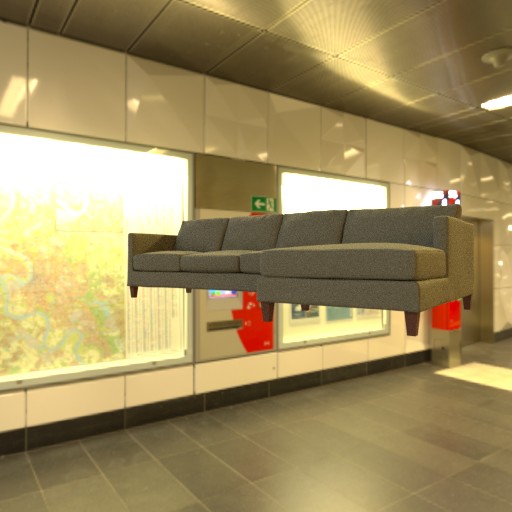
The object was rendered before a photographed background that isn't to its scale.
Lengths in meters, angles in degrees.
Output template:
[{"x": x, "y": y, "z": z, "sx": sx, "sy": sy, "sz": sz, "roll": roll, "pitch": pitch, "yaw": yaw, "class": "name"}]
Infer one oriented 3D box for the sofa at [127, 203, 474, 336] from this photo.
[{"x": 0.000, "y": 0.000, "z": 3.830, "sx": 3.186, "sy": 0.861, "sz": 1.625, "roll": 0, "pitch": -1, "yaw": 36, "class": "sofa"}]
